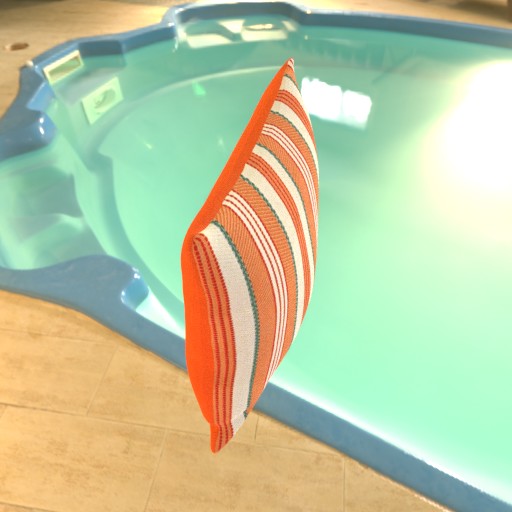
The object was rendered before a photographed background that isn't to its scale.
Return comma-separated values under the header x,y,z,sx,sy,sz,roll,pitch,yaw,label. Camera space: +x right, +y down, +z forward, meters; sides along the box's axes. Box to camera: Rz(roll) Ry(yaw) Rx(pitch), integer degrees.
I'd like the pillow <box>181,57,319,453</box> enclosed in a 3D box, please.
x,y,z,sx,sy,sz,roll,pitch,yaw,label
0.000,0.000,0.671,0.182,0.441,0.440,11,46,10,pillow
